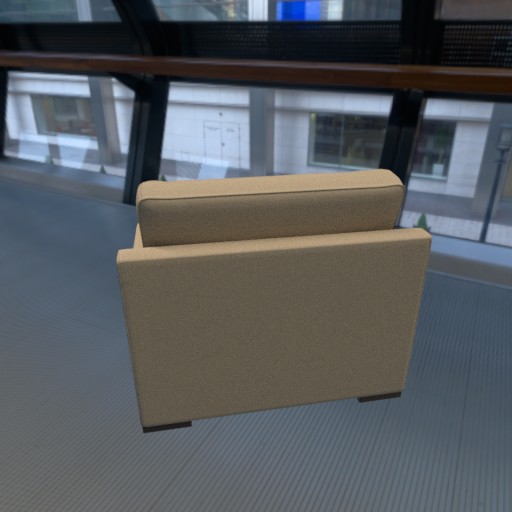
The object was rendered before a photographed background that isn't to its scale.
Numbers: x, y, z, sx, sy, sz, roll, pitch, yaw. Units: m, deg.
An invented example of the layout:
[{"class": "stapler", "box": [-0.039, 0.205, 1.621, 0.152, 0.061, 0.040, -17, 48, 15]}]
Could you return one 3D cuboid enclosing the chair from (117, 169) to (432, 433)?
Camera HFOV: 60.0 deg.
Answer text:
[{"class": "chair", "box": [0.000, 0.000, 2.189, 1.293, 1.005, 1.274, -8, 26, -16]}]
